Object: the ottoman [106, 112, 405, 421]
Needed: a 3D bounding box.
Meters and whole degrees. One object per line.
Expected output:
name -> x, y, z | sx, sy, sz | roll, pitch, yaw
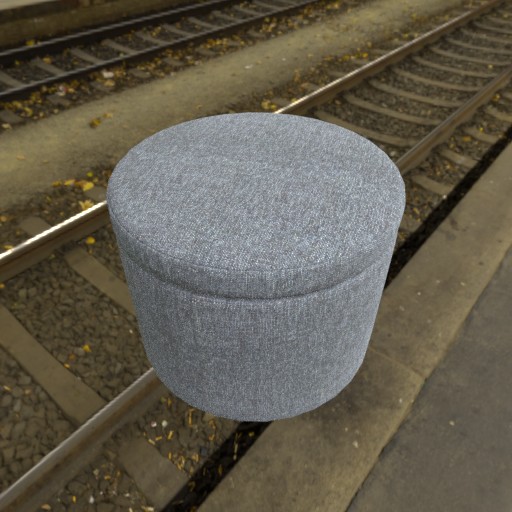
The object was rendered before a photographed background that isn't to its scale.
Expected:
ottoman -> 0.000, 0.000, 0.879 | 0.500, 0.419, 0.500 | 0, 41, 0
